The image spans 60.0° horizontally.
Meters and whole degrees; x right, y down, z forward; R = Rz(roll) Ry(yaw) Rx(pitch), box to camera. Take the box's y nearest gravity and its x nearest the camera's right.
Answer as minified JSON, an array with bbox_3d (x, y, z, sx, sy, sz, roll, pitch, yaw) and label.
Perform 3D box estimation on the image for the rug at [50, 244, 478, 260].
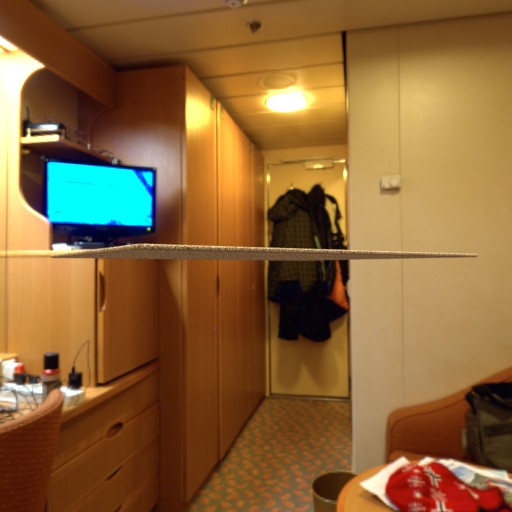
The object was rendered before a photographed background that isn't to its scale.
[{"bbox_3d":[0.000,0.000,4.013,3.047,0.029,2.438,1,-2,-34],"label":"rug"}]
